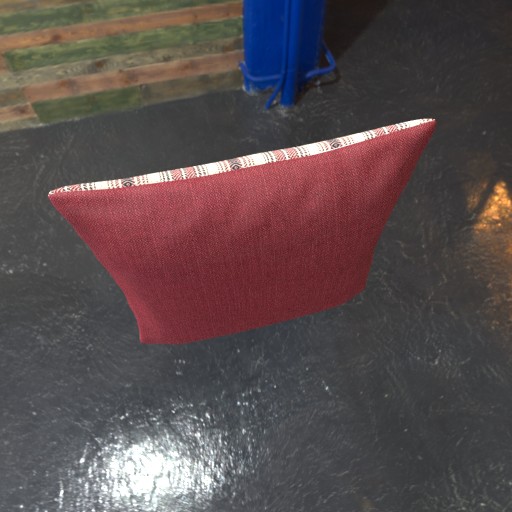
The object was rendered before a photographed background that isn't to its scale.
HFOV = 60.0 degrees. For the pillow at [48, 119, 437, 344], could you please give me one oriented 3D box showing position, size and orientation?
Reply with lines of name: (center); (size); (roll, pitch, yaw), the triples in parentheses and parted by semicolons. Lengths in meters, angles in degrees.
pillow: (0.000, 0.000, 0.770); (0.513, 0.497, 0.166); (-13, 59, -8)
